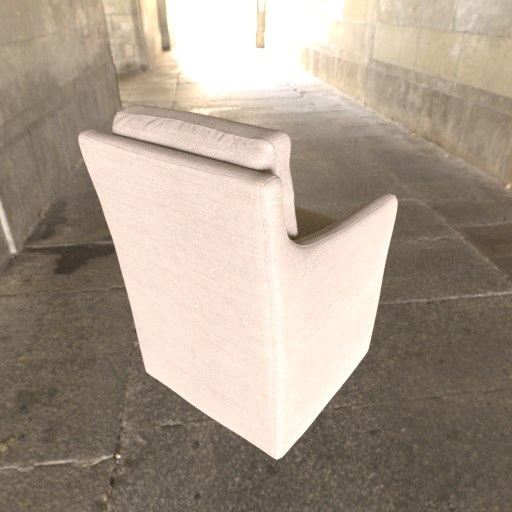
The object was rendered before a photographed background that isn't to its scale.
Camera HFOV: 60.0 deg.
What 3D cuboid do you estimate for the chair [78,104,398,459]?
[{"bbox_3d":[0.000,0.000,1.361,0.626,0.914,0.694,21,36,32],"label":"chair"}]
